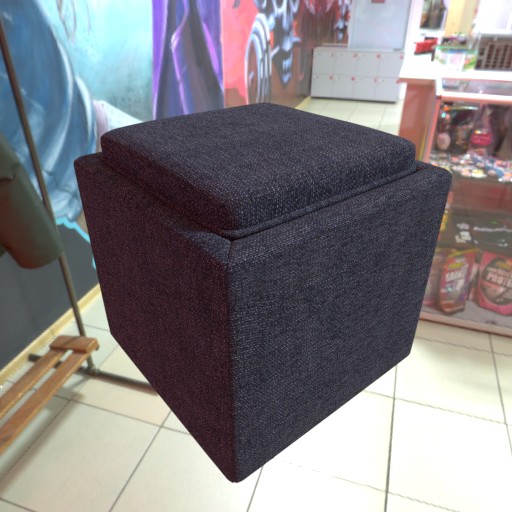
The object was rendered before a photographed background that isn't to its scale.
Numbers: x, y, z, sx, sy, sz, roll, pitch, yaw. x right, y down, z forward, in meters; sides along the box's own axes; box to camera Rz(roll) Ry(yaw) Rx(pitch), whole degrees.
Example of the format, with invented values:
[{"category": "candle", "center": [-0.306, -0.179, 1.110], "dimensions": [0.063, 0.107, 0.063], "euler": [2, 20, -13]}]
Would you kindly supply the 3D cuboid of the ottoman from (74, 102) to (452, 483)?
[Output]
[{"category": "ottoman", "center": [0.000, 0.000, 0.808], "dimensions": [0.450, 0.460, 0.450], "euler": [-23, 37, -33]}]
